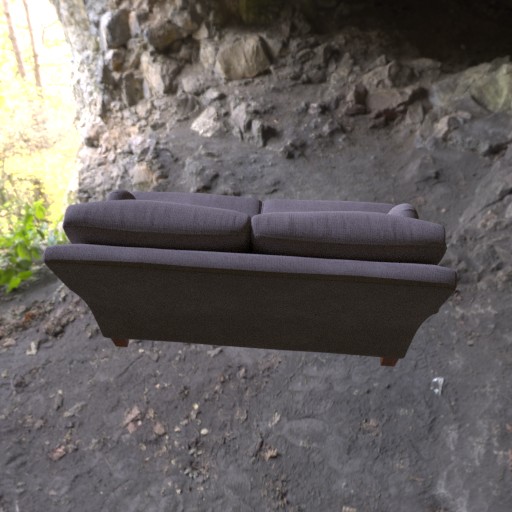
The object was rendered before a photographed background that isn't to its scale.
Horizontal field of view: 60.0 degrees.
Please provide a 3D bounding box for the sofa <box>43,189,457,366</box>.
[{"bbox_3d":[0.000,0.000,2.556,1.853,1.101,1.084,3,46,3],"label":"sofa"}]
